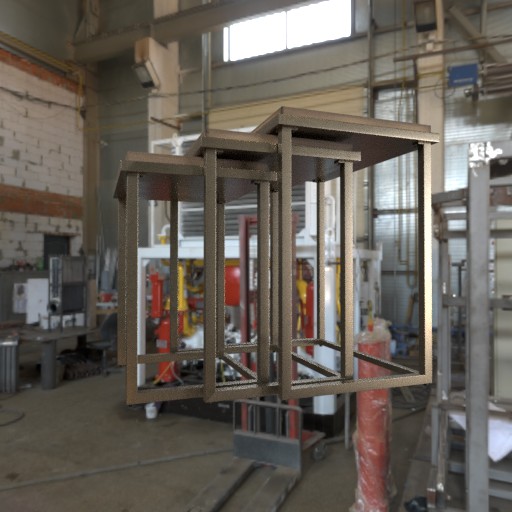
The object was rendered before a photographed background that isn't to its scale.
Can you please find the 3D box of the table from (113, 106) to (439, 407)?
[{"bbox_3d":[0.000,0.000,1.170,0.706,0.610,0.559,0,-1,-20],"label":"table"}]
